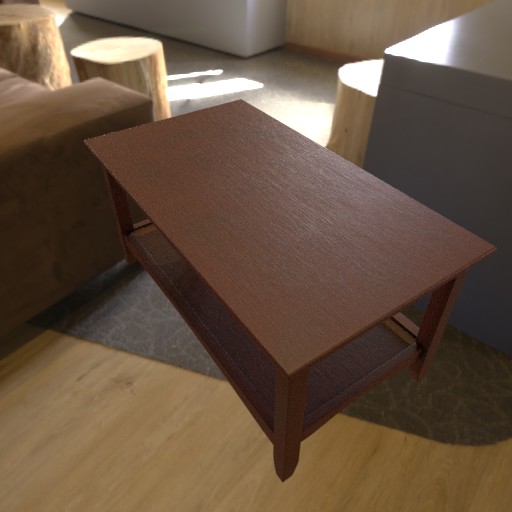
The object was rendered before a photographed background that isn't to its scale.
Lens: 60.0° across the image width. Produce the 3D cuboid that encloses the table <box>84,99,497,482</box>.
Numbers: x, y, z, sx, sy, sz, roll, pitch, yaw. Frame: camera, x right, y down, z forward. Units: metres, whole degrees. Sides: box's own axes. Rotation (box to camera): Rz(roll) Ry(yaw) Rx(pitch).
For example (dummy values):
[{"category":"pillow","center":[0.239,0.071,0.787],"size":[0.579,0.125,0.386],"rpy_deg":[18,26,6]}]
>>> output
[{"category":"table","center":[0.000,0.000,1.220],"size":[0.533,0.456,0.943],"rpy_deg":[-24,46,-25]}]
